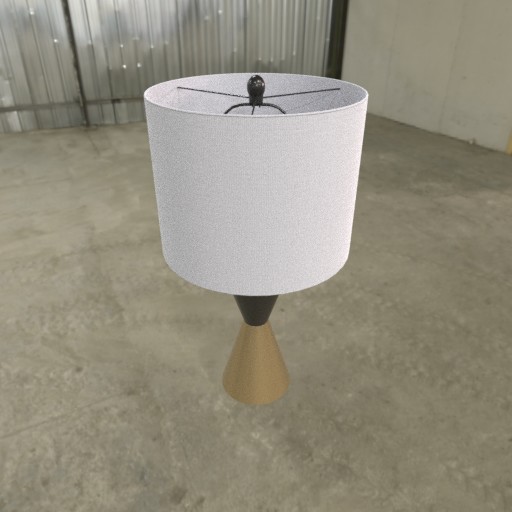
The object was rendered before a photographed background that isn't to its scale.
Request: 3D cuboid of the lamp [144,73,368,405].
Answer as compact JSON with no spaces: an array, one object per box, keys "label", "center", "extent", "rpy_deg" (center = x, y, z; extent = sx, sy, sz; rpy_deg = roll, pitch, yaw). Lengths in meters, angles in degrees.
[{"label":"lamp","center":[0.000,0.000,0.749],"extent":[0.304,0.573,0.304],"rpy_deg":[2,31,3]}]
